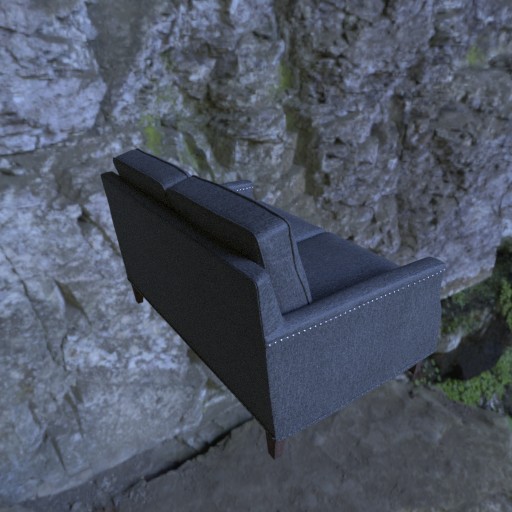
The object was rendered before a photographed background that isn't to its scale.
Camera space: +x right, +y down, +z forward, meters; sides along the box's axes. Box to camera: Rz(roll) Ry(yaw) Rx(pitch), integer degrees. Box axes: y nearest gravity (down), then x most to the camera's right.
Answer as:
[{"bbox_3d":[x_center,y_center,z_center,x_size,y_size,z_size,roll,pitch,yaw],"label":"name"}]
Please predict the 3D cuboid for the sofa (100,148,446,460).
[{"bbox_3d":[0.000,0.000,2.325,1.084,1.003,1.597,-17,31,-31],"label":"sofa"}]
